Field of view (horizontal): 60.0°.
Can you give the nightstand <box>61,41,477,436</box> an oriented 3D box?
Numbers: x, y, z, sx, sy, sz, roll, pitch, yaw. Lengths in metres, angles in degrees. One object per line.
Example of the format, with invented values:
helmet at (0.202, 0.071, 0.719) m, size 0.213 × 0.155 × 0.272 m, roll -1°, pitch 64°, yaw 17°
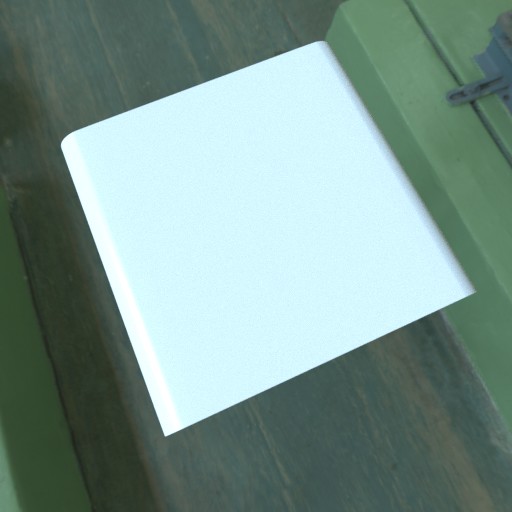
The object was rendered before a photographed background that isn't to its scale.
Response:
nightstand at (0.000, 0.000, 0.751) m, size 0.399 × 0.447 × 0.404 m, roll -23°, pitch 75°, yaw -7°
